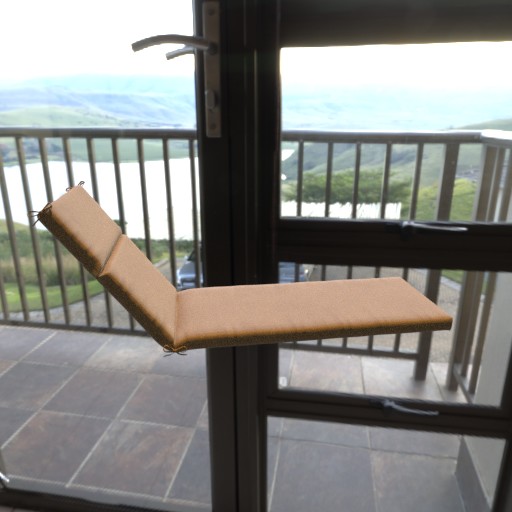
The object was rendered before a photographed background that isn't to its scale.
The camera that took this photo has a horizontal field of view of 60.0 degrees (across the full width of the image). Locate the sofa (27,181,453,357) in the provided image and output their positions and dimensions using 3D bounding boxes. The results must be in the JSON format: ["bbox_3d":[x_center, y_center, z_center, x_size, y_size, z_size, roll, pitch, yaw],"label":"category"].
[{"bbox_3d":[0.000,0.000,1.962,1.663,0.622,0.582,-3,18,-8],"label":"sofa"}]
